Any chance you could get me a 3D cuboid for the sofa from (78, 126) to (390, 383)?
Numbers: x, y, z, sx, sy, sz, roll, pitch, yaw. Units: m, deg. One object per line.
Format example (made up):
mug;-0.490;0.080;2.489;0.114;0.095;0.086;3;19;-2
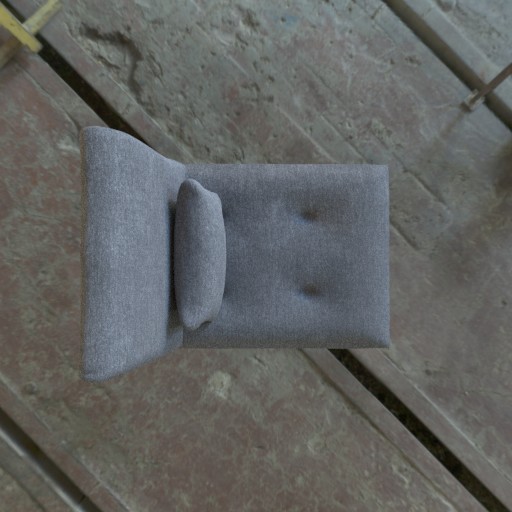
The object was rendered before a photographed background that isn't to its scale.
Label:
sofa;0.000;0.000;1.546;1.000;0.820;0.700;0;89;-1
